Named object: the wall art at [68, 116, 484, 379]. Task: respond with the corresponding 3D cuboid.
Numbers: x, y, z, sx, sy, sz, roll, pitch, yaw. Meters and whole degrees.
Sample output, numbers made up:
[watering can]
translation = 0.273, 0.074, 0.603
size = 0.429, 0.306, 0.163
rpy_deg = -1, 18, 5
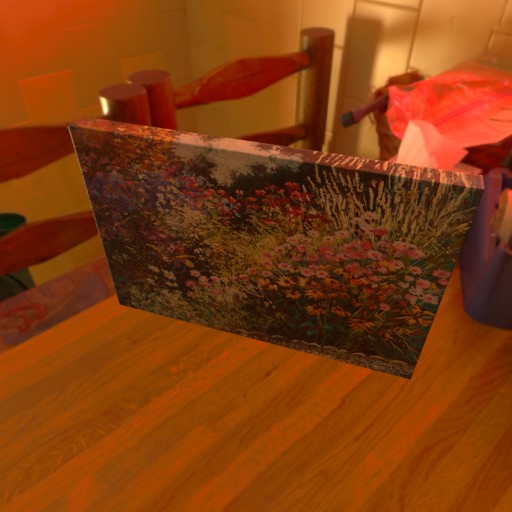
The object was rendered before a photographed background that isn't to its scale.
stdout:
[wall art]
translation = 0.000, 0.000, 0.768
size = 0.610, 0.406, 0.037
rpy_deg = 12, 42, 14
